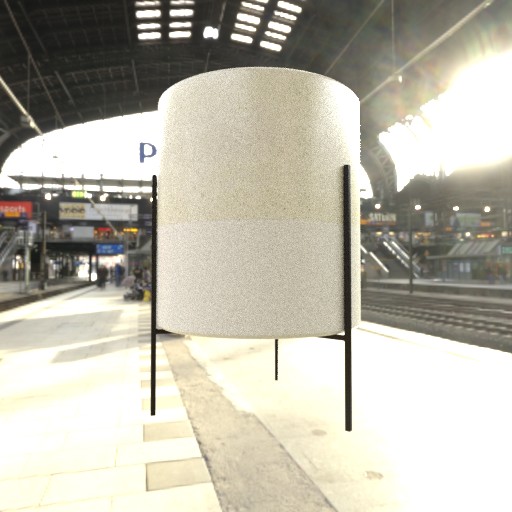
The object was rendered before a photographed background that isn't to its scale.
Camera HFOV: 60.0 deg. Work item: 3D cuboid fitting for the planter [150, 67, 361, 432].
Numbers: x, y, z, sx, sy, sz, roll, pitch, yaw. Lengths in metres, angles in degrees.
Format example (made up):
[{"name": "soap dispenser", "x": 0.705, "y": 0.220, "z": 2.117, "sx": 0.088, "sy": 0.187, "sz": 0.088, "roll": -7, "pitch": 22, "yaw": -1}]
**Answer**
[{"name": "planter", "x": 0.000, "y": 0.000, "z": 0.723, "sx": 0.333, "sy": 0.483, "sz": 0.324, "roll": 1, "pitch": -2, "yaw": -17}]
